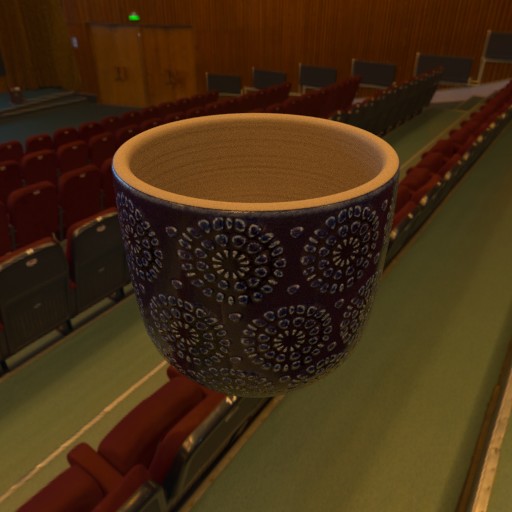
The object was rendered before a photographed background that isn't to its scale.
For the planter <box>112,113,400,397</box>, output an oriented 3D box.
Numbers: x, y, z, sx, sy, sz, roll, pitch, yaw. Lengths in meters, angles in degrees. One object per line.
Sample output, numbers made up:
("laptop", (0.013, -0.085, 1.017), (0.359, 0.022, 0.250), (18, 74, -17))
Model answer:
("planter", (0.000, 0.000, 0.298), (0.165, 0.149, 0.165), (0, 32, 0))
